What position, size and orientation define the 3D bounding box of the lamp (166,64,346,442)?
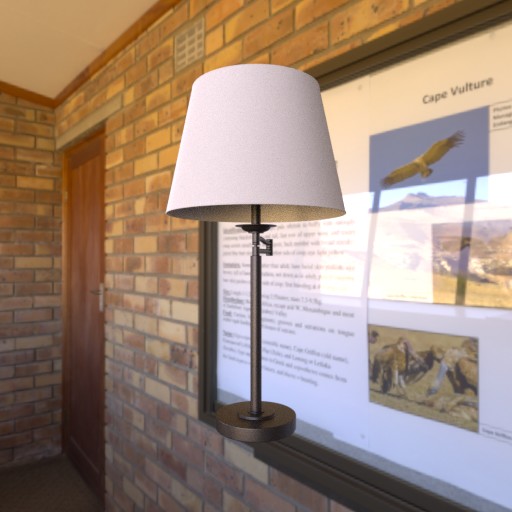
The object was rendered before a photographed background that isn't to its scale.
[{"bbox_3d":[0.000,0.000,0.909,0.363,0.696,0.363,0,-1,0],"label":"lamp"}]
